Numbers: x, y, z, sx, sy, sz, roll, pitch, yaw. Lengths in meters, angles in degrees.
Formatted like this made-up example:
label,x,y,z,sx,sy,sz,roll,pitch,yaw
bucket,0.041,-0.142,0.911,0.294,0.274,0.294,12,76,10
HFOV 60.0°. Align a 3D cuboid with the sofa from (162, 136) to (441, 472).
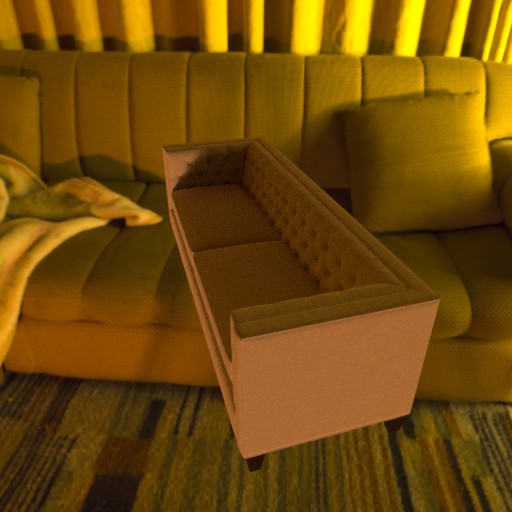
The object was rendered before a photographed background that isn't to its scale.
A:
label,x,y,z,sx,sy,sz,roll,pitch,yaw
sofa,0.000,0.000,2.591,0.775,0.762,2.159,-9,32,-14
